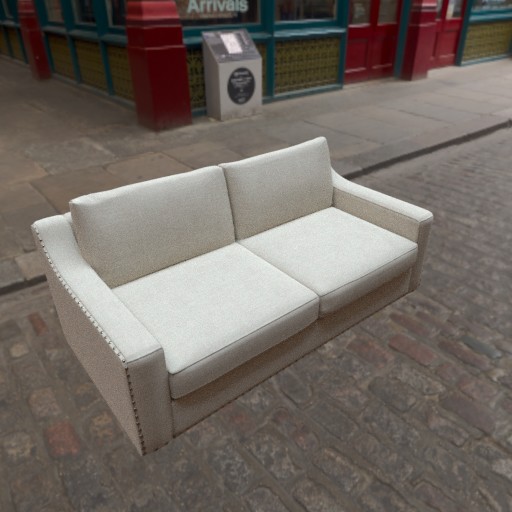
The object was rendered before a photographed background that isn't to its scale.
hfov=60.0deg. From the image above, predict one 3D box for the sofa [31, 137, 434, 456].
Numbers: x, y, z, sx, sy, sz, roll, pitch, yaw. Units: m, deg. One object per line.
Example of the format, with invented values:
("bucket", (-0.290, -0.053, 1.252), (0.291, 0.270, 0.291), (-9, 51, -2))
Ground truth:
("sofa", (0.000, 0.000, 2.647), (2.107, 0.983, 1.104), (-22, 37, -33))
